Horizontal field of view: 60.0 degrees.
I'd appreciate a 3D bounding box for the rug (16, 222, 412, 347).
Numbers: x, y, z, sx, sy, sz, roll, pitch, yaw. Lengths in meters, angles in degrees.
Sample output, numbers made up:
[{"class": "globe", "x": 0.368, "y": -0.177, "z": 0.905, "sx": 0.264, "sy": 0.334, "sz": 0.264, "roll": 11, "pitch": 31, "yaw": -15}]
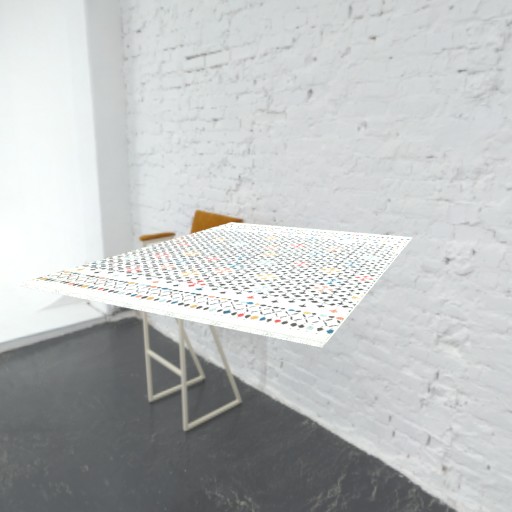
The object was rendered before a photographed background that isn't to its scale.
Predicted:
[{"class": "rug", "x": 0.000, "y": 0.000, "z": 4.132, "sx": 2.354, "sy": 0.007, "sz": 3.196, "roll": 7, "pitch": 15, "yaw": 26}]
